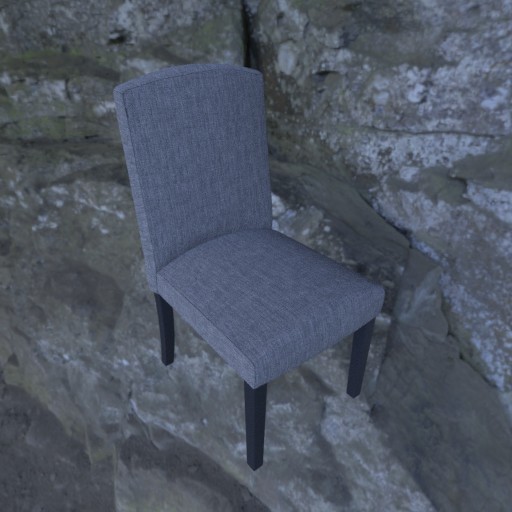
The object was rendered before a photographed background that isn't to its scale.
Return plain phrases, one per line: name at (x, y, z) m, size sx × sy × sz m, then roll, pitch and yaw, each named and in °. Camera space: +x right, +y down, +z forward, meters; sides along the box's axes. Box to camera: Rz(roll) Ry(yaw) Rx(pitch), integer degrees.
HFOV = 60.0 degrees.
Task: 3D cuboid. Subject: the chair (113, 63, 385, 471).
chair at (0.000, 0.000, 1.208) m, size 0.451 × 0.917 × 0.580 m, roll -22°, pitch 37°, yaw -32°
